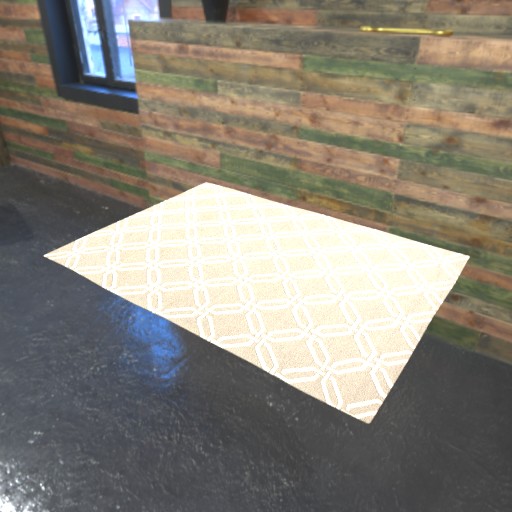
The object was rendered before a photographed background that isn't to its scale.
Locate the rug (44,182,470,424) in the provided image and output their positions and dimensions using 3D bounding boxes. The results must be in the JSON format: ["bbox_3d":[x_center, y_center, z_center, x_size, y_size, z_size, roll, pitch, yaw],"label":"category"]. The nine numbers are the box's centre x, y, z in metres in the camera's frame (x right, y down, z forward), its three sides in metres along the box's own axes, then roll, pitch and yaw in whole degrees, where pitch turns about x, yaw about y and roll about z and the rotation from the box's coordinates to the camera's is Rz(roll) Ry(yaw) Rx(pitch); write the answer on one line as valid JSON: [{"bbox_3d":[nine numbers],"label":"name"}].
[{"bbox_3d":[0.000,0.000,2.704,2.135,0.013,1.524,20,36,30],"label":"rug"}]
